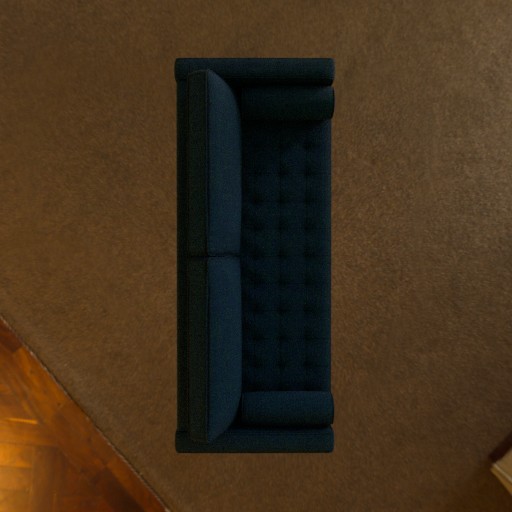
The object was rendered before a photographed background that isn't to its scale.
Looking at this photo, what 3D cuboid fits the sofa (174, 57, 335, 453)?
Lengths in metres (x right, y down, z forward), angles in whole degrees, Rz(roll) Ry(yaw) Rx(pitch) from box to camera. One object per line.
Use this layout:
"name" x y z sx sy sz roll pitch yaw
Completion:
"sofa" 0.000 0.000 2.649 0.914 0.762 2.210 0 91 0
